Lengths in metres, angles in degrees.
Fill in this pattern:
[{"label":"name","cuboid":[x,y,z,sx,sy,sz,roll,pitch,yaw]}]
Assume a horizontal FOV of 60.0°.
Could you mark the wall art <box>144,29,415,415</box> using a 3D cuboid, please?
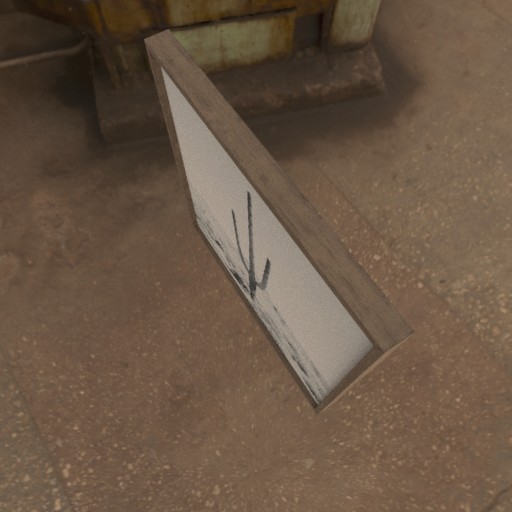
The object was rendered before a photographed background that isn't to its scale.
[{"label":"wall art","cuboid":[0.000,0.000,0.742,0.038,0.508,0.508,-30,68,-14]}]
